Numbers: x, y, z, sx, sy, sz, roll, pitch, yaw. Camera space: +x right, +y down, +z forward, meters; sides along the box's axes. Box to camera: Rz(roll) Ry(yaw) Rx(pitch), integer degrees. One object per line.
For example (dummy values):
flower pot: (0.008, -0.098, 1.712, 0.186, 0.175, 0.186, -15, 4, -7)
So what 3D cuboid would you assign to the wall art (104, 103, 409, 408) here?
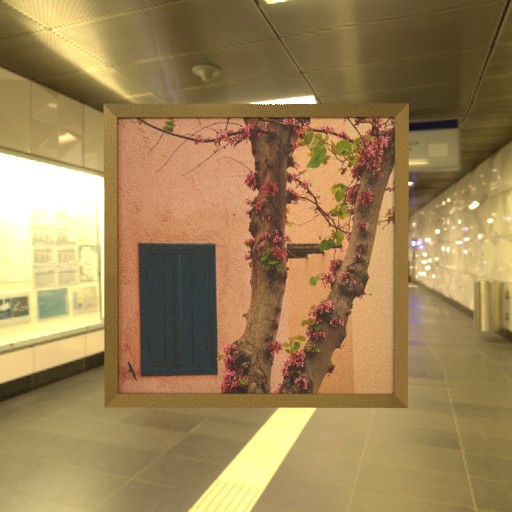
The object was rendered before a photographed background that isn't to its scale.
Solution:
wall art: (0.000, 0.000, 1.129, 0.762, 0.762, 0.038, 0, 1, 0)
